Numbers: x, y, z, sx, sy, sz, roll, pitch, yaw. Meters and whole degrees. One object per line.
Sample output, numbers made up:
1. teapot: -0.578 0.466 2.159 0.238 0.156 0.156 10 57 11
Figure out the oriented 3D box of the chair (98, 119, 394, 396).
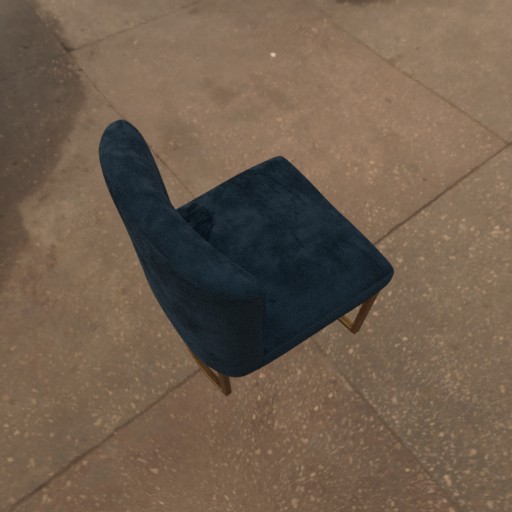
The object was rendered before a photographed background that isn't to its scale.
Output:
1. chair: 0.000 0.000 1.199 0.560 0.824 0.530 -31 64 -17
